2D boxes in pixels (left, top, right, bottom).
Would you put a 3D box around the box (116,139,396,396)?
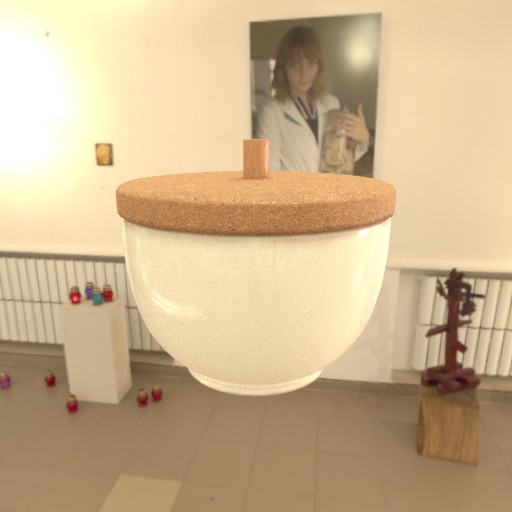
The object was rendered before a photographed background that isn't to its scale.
[{"bbox_3d":[0.000,0.000,0.184,0.107,0.094,0.107,0,15,0],"label":"box"}]
